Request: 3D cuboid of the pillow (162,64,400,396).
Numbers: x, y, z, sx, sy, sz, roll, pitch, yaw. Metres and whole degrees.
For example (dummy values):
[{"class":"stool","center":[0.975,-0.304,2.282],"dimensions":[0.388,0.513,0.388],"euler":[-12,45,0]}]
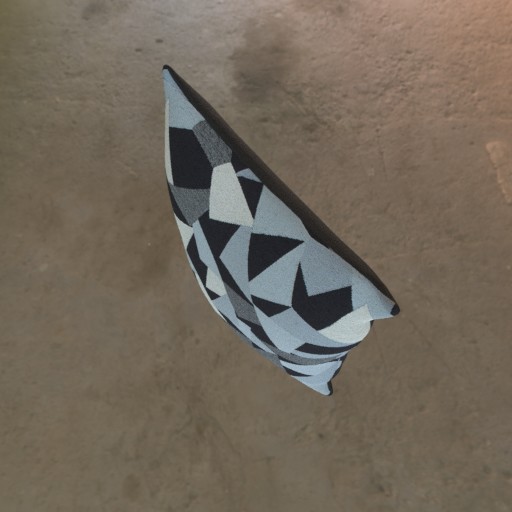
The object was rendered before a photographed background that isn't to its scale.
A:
[{"class":"pillow","center":[0.000,0.000,0.789],"dimensions":[0.208,0.496,0.503],"euler":[-34,68,-16]}]
